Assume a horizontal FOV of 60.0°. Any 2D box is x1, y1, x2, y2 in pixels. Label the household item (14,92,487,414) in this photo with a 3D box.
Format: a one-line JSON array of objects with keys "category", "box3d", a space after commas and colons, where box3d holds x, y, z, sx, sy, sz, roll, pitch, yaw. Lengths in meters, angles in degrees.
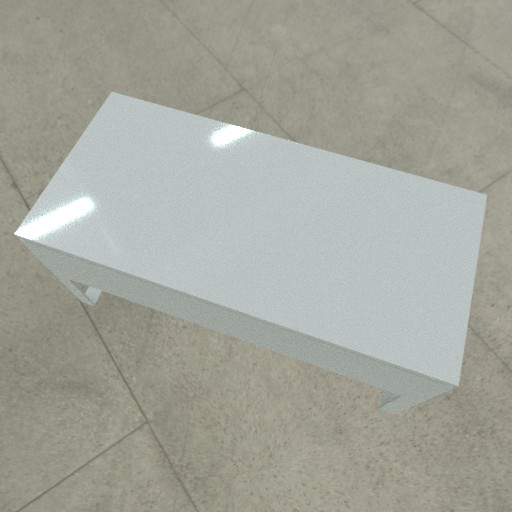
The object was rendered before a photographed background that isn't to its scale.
[{"category": "household item", "box3d": [0.000, 0.000, 2.085, 1.700, 0.745, 0.800, 18, 65, 9]}]
